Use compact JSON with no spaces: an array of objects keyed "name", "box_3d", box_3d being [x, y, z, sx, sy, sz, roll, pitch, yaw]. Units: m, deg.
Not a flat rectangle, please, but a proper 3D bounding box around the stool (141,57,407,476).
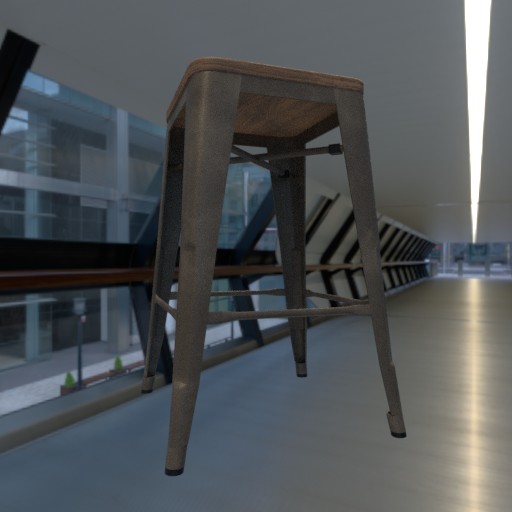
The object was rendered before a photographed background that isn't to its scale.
[{"name":"stool","box_3d":[0.000,0.000,0.868,0.407,0.607,0.407,0,0,-19]}]
